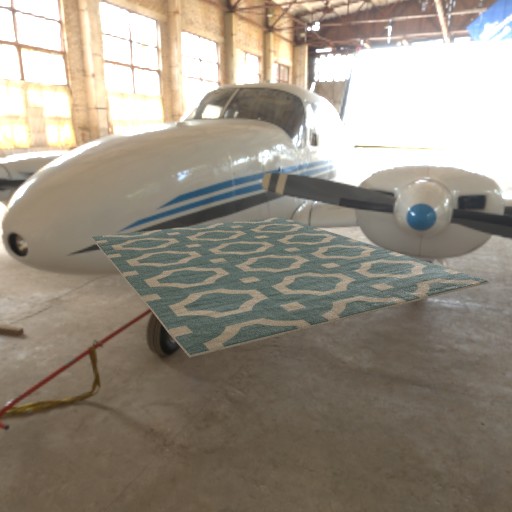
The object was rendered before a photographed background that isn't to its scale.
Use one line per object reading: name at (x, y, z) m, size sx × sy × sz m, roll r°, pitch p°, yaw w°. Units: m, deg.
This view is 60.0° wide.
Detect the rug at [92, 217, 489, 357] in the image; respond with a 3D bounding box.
rug at (0.000, 0.000, 4.157) m, size 2.466 × 0.021 × 3.049 m, roll -8°, pitch 18°, yaw -28°
